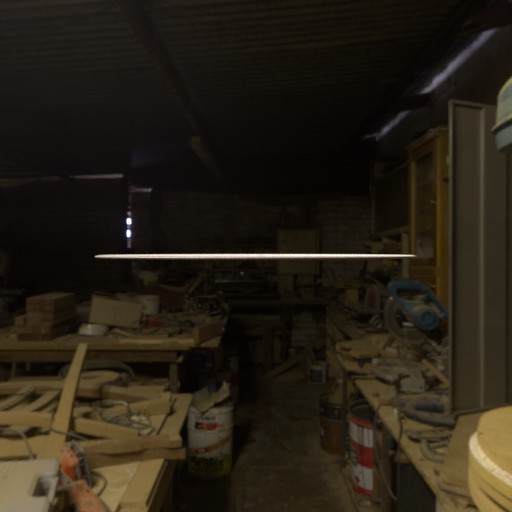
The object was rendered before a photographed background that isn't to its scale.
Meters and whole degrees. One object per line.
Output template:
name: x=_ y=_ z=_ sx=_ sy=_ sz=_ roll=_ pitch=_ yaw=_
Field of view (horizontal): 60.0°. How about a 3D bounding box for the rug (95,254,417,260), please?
rug: x=0.000 y=0.000 z=2.330 sx=1.593 sy=0.012 sz=1.593 roll=0 pitch=1 yaw=0
